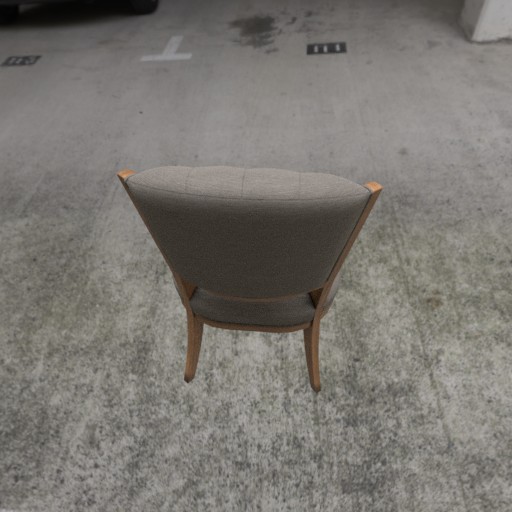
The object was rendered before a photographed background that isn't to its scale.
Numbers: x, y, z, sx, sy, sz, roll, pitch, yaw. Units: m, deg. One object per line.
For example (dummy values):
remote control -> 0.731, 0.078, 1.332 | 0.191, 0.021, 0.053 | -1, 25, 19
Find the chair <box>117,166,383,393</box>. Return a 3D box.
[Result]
chair -> 0.000, 0.000, 1.254 | 0.513, 0.905, 0.584 | 3, 46, 3
